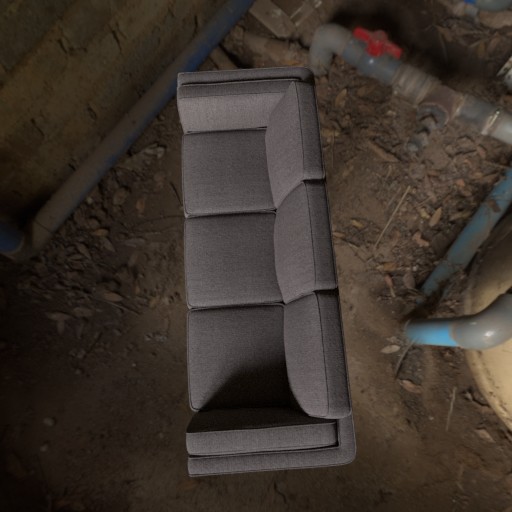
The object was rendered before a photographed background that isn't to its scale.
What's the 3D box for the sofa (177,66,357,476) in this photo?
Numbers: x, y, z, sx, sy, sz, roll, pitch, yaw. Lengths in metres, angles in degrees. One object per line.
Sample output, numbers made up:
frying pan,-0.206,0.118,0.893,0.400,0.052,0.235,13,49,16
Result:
sofa,0.000,0.000,2.745,0.903,0.899,2.362,-4,76,-1
